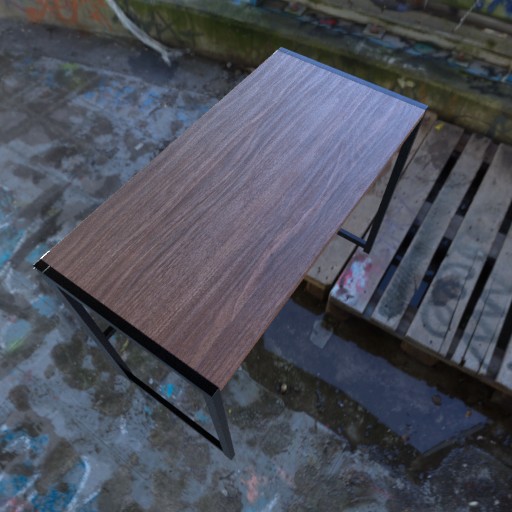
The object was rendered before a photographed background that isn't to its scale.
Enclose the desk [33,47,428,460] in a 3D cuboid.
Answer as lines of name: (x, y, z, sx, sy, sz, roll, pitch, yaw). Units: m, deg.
desk: (0.000, 0.000, 1.452, 0.508, 0.762, 1.016, 30, 62, 18)
